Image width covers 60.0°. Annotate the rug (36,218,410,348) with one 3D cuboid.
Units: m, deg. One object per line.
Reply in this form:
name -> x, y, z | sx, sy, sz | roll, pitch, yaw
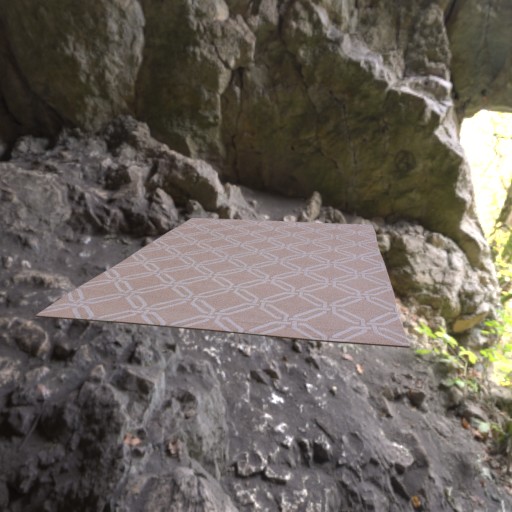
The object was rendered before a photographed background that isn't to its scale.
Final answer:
rug -> 0.000, 0.000, 4.352 | 2.452, 0.020, 3.365 | 3, 17, 10
